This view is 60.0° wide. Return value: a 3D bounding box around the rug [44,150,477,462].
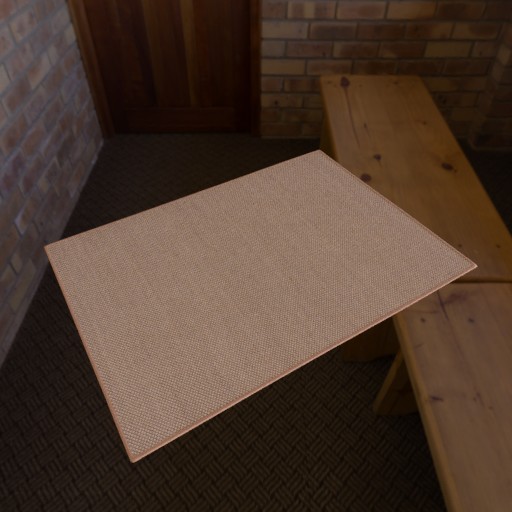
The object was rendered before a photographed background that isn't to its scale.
[{"bbox_3d":[0.000,0.000,2.669,2.134,0.013,1.524,-23,49,-22],"label":"rug"}]
